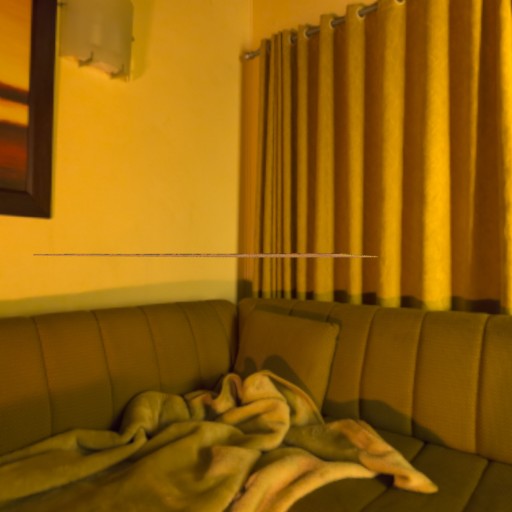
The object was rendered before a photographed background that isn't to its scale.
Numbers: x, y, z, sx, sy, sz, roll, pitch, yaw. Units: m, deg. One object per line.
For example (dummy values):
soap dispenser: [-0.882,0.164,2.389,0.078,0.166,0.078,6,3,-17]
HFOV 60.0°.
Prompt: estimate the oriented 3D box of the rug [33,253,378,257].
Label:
rug: [0.000,0.000,3.119,1.520,0.011,2.447,0,0,19]
